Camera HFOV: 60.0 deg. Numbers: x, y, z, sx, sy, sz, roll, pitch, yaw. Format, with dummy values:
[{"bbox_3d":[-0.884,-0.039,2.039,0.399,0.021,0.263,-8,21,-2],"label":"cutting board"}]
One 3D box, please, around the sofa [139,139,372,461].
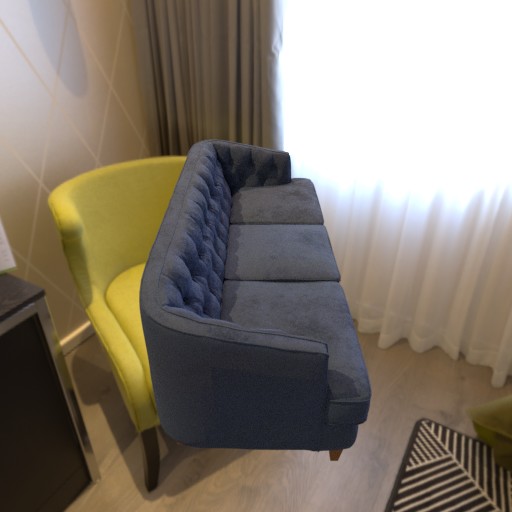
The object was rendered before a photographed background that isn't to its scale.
[{"bbox_3d":[0.000,0.000,2.688,0.941,0.855,2.278,0,32,0],"label":"sofa"}]
